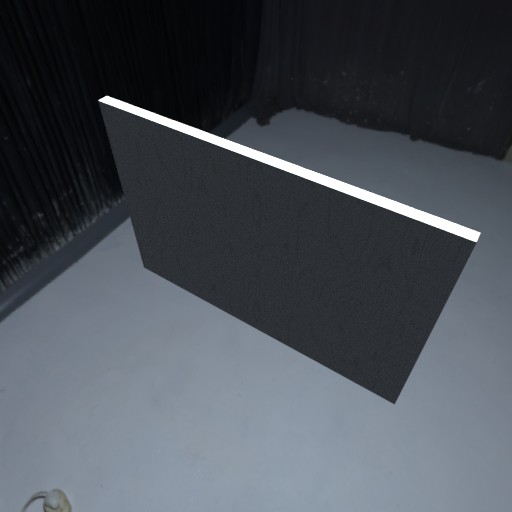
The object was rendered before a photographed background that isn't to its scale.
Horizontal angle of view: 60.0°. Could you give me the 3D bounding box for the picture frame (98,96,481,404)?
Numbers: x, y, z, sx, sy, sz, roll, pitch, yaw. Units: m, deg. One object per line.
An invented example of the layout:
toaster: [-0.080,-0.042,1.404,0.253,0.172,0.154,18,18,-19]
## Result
picture frame: [0.000,0.000,1.202,0.950,0.640,0.029,25,51,22]
